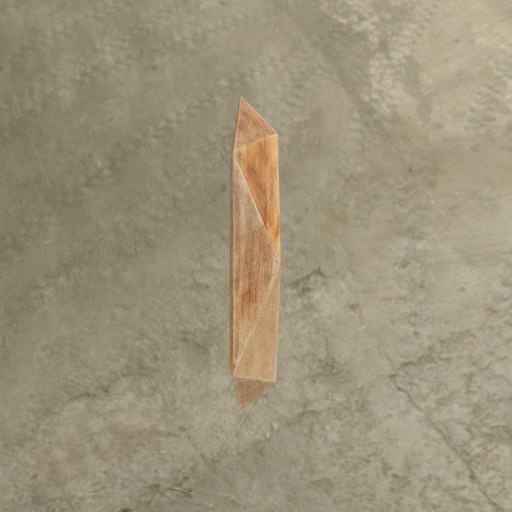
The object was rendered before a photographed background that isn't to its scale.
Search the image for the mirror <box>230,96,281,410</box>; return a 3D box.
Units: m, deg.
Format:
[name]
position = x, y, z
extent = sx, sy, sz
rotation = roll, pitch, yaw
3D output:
[mirror]
position = 0.000, 0.000, 1.097
extent = 0.091, 0.779, 0.675
rotation = 0, 63, 0
